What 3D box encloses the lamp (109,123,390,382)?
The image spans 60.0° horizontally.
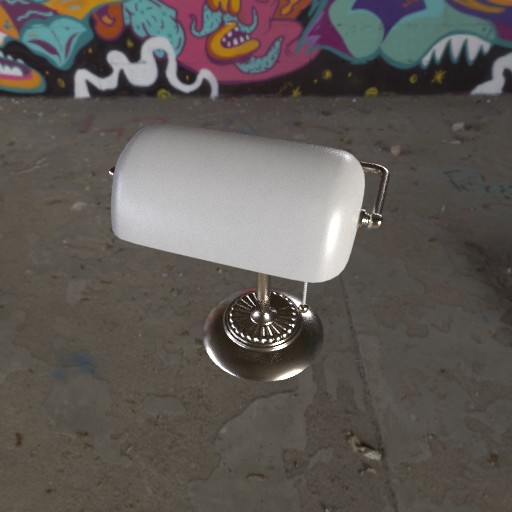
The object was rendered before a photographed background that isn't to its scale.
[{"bbox_3d":[0.000,0.000,0.523,0.264,0.339,0.243,12,42,14],"label":"lamp"}]
